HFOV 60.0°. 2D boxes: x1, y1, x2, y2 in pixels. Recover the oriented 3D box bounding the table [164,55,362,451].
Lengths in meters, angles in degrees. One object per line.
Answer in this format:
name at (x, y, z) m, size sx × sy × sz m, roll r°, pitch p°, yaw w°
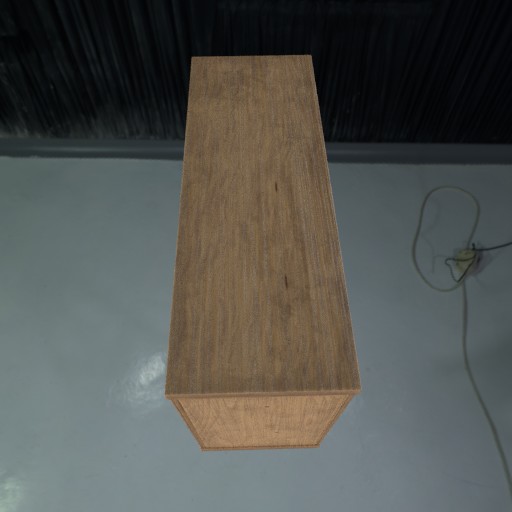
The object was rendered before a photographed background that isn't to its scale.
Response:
table at (0.000, 0.000, 1.550) m, size 0.410 × 0.771 × 1.151 m, roll -1°, pitch 58°, yaw -1°
